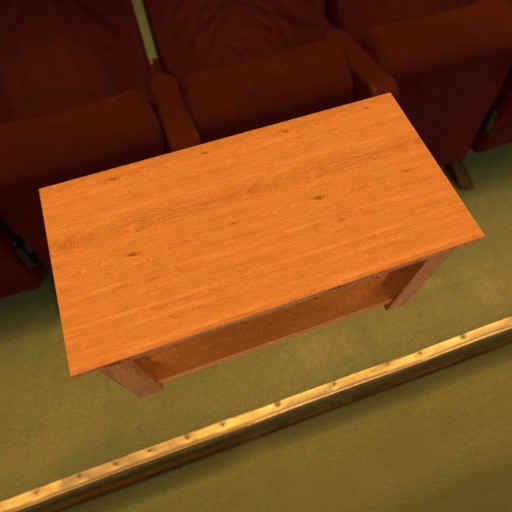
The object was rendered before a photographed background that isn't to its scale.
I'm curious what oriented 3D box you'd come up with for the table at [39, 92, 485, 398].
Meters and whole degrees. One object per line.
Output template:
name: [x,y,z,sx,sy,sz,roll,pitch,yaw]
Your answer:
table: [0.000,0.000,1.194,0.899,0.452,0.450,-18,65,-8]
